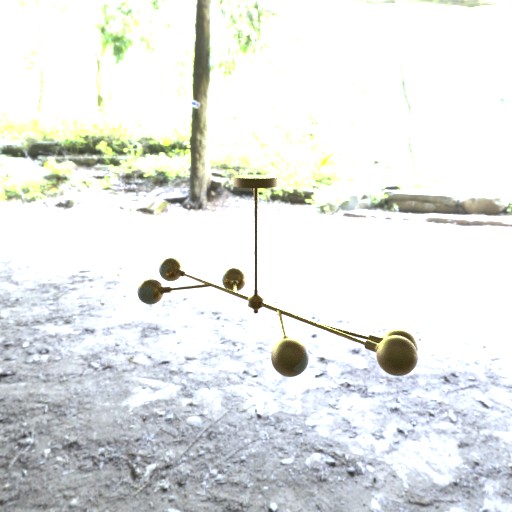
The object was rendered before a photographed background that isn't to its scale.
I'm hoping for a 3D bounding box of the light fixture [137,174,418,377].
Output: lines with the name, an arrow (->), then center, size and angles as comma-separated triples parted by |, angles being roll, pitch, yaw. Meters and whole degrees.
light fixture -> 0.000, 0.000, 1.021 | 0.434, 0.362, 0.778 | -8, 17, -26
